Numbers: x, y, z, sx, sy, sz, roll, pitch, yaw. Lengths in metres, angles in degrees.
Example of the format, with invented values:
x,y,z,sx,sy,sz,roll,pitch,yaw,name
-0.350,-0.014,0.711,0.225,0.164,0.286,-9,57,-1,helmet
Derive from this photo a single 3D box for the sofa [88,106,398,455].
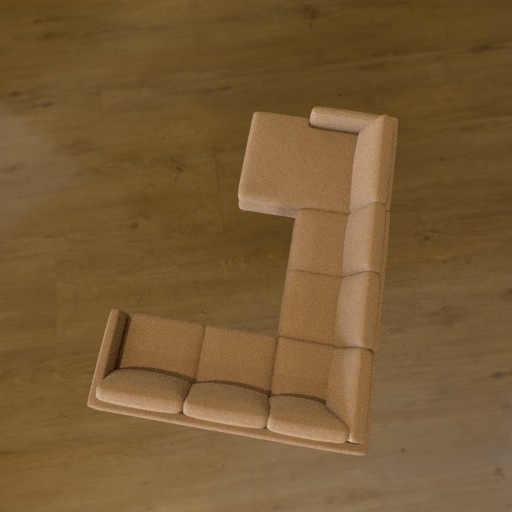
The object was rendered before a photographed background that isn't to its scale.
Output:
x,y,z,sx,sy,sz,roll,pitch,yaw,name
0.000,0.000,4.562,2.551,0.889,3.403,9,75,2,sofa
